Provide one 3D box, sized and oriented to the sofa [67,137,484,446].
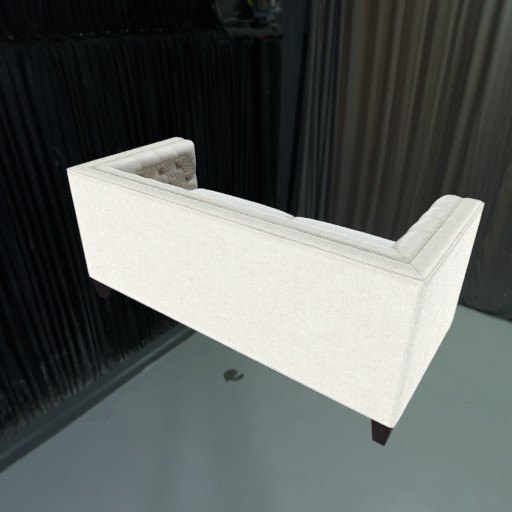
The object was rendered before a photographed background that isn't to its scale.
[{"bbox_3d":[0.000,0.000,2.191,1.778,0.762,0.775,20,35,31],"label":"sofa"}]
